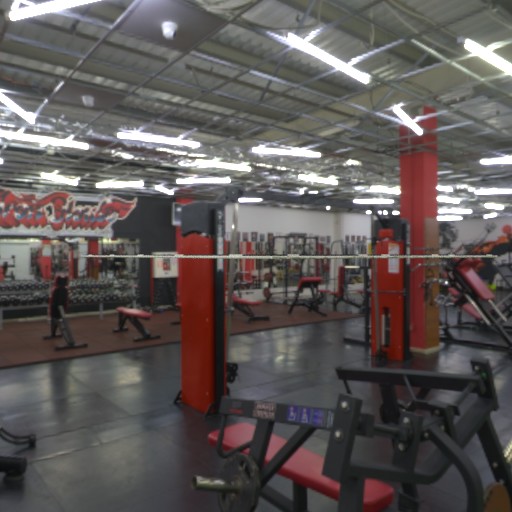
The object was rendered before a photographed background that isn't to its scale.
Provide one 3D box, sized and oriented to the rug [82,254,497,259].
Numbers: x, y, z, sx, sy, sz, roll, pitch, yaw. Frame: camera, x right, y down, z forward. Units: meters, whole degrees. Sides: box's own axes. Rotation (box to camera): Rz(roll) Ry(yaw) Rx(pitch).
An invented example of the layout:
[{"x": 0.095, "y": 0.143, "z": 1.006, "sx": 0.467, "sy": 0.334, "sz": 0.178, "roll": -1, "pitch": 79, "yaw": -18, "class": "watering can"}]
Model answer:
[{"x": 0.000, "y": 0.000, "z": 2.846, "sx": 1.555, "sy": 0.016, "sz": 2.286, "roll": 0, "pitch": 0, "yaw": -36, "class": "rug"}]
